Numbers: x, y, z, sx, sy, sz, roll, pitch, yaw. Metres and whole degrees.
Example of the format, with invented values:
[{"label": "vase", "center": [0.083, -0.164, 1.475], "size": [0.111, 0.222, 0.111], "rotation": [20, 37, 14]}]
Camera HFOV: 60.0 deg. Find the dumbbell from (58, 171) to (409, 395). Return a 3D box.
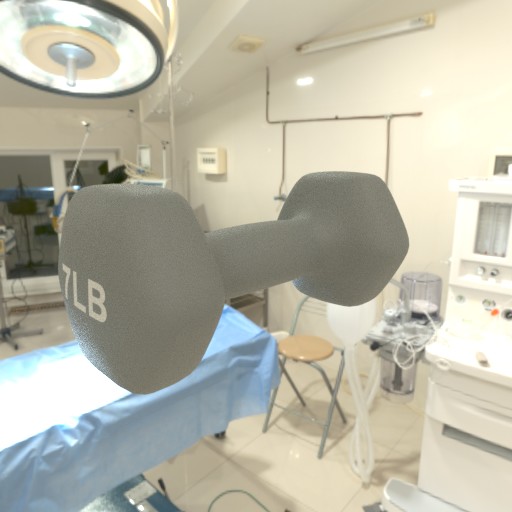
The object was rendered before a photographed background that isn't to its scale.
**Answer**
[{"label": "dumbbell", "center": [0.000, 0.000, 0.230], "size": [0.184, 0.081, 0.090], "rotation": [-13, 18, -42]}]
